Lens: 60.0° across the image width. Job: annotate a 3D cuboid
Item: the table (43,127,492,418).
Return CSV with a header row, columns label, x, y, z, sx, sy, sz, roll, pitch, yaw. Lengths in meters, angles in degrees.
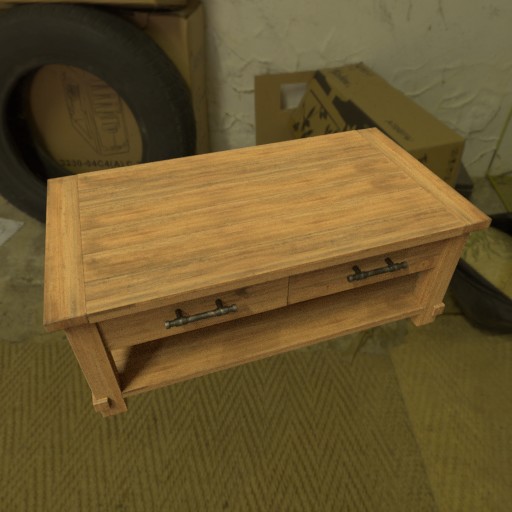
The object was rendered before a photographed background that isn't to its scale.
label,x,y,z,sx,sy,sz,roll,pitch,yaw
table,0.000,0.000,1.580,1.270,0.494,0.693,-13,42,-14
